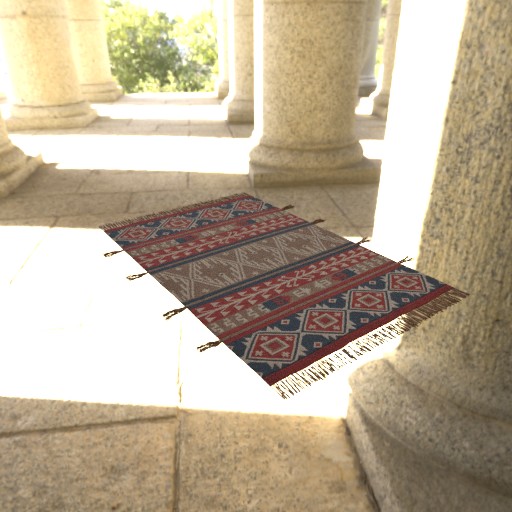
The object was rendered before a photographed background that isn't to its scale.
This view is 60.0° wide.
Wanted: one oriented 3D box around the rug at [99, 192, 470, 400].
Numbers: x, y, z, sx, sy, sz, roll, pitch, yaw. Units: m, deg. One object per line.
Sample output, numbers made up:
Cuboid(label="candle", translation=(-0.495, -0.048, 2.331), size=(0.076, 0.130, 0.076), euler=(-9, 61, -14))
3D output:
Cuboid(label="rug", translation=(0.000, 0.000, 3.203), size=(1.778, 0.048, 2.450), euler=(-18, 32, -32))
